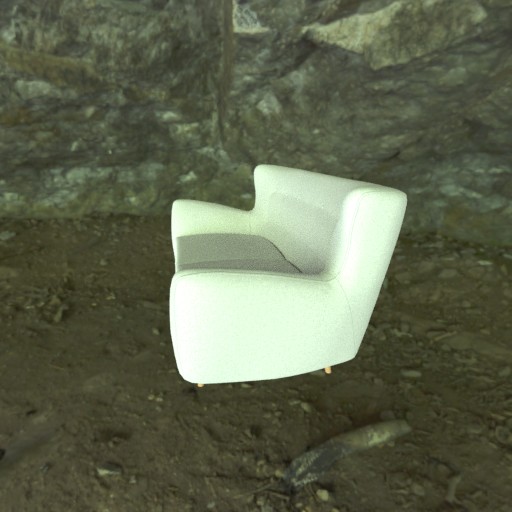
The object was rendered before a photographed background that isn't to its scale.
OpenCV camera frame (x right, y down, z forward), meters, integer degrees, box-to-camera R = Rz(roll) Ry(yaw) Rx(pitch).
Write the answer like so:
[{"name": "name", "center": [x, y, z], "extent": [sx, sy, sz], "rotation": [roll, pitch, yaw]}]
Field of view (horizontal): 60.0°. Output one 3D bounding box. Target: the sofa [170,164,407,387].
[{"name": "sofa", "center": [0.000, 0.000, 2.386], "extent": [0.899, 0.890, 1.930], "rotation": [-3, 14, -10]}]
